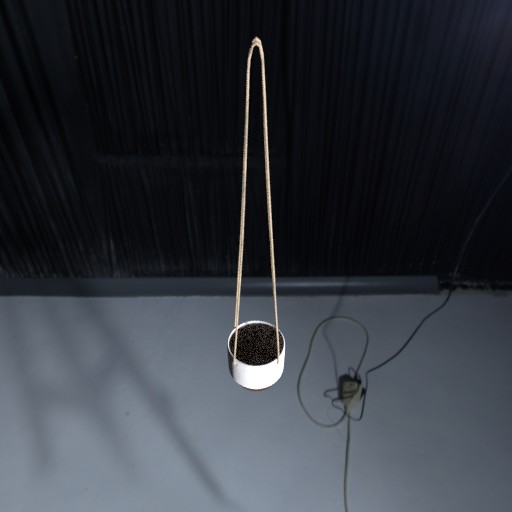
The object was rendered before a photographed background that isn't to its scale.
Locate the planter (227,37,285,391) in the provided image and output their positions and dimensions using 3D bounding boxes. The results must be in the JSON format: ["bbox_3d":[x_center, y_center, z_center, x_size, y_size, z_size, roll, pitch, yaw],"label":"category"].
[{"bbox_3d":[0.000,0.000,0.925,0.146,0.841,0.146,-1,41,-1],"label":"planter"}]
